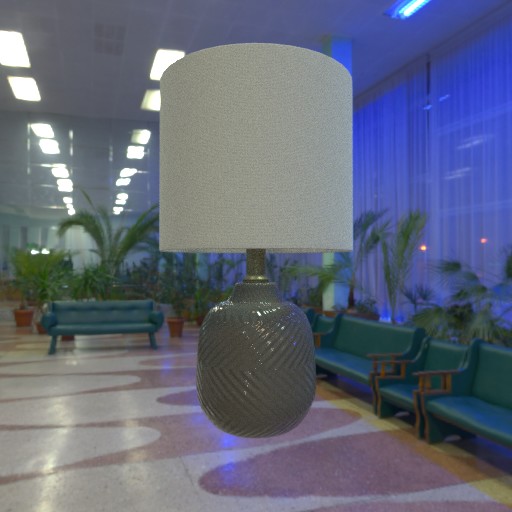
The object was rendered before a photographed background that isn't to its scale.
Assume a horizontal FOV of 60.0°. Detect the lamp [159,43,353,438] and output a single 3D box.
[{"bbox_3d":[0.000,0.000,0.484,0.207,0.366,0.207,0,-1,-17],"label":"lamp"}]
